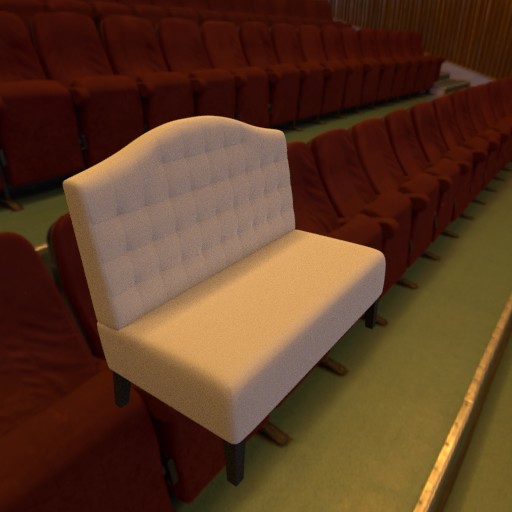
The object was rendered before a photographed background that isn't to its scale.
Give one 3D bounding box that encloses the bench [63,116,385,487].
[{"bbox_3d":[0.000,0.000,2.063,0.815,1.180,1.335,17,31,32],"label":"bench"}]
